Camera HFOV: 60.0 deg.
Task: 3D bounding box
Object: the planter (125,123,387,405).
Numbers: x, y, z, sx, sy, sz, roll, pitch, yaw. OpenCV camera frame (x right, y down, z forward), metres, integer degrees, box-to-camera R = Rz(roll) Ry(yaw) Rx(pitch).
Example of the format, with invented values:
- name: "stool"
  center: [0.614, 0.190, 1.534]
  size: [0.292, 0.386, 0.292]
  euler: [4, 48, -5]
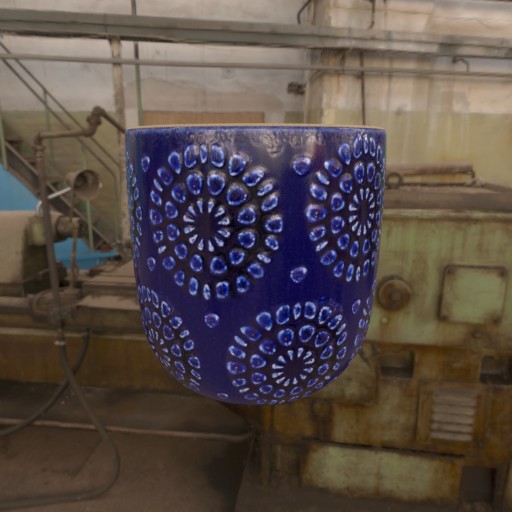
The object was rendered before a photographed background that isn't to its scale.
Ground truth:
- name: "planter"
  center: [0.000, 0.000, 0.203]
  size: [0.109, 0.112, 0.109]
  euler: [0, 14, 0]
